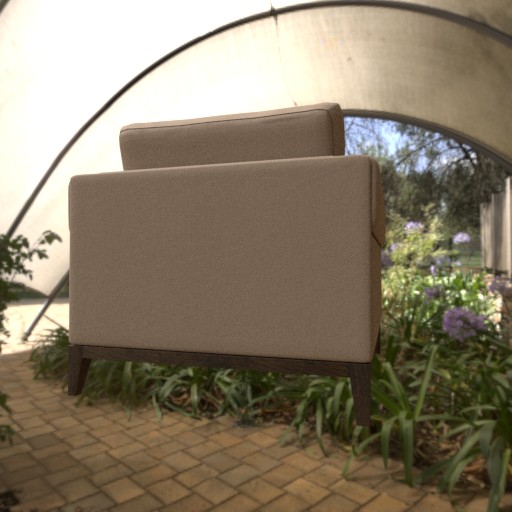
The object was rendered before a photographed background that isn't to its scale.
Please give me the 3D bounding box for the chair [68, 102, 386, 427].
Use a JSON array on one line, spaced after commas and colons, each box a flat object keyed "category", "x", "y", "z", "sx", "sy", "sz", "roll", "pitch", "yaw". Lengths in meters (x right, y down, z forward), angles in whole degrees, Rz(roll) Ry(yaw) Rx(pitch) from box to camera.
[{"category": "chair", "x": 0.000, "y": 0.000, "z": 1.647, "sx": 0.914, "sy": 0.838, "sz": 0.959, "roll": 0, "pitch": -1, "yaw": 17}]
